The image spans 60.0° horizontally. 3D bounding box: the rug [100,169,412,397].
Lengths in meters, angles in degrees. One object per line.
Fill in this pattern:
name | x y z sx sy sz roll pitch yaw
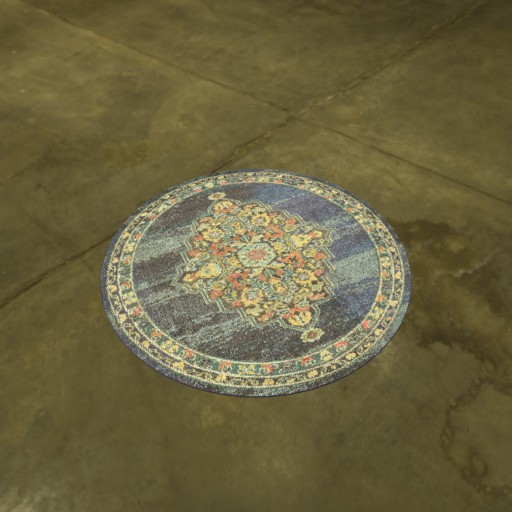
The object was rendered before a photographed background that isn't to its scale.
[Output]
rug | 0.000 0.000 2.333 1.591 0.010 1.591 0 45 0
